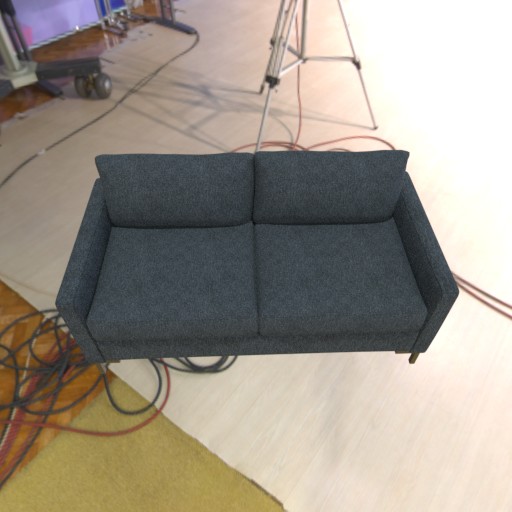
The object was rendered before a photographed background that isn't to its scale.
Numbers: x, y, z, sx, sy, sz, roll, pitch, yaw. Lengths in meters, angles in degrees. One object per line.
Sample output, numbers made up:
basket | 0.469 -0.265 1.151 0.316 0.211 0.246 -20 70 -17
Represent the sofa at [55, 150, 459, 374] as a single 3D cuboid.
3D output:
sofa | 0.000 0.000 2.249 1.716 0.862 0.866 -2 48 -1
